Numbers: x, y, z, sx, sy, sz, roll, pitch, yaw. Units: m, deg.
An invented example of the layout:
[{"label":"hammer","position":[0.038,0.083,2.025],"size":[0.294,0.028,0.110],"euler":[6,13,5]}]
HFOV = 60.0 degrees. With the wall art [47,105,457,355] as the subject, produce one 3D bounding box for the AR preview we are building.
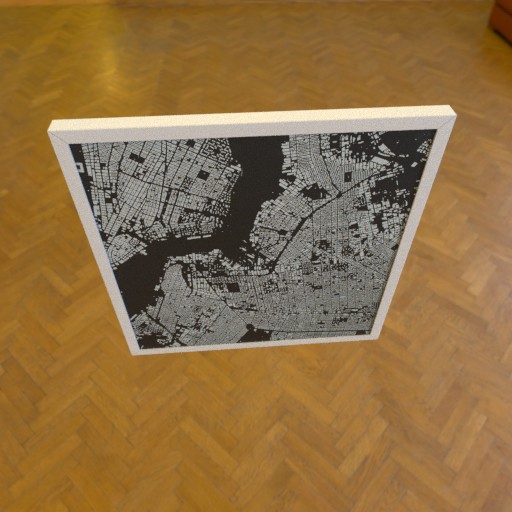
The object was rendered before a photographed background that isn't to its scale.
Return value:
[{"label":"wall art","position":[0.000,0.000,1.111],"size":[0.761,0.762,0.050],"euler":[-3,46,-3]}]
